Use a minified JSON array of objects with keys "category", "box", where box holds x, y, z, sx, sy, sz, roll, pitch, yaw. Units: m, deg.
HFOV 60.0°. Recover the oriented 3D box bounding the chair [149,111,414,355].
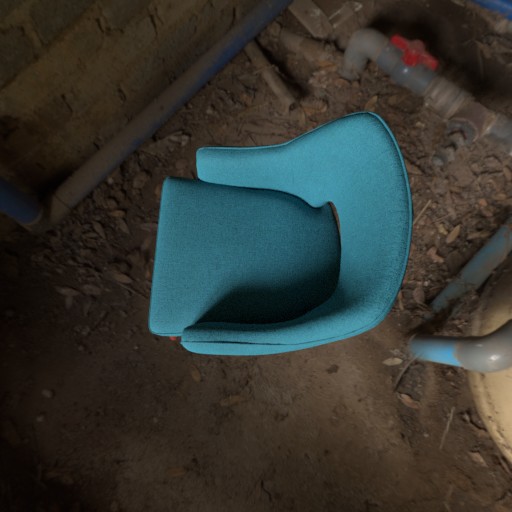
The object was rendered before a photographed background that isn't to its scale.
[{"category":"chair","box":[0.000,0.000,1.238,0.605,0.849,0.548,3,76,1]}]
